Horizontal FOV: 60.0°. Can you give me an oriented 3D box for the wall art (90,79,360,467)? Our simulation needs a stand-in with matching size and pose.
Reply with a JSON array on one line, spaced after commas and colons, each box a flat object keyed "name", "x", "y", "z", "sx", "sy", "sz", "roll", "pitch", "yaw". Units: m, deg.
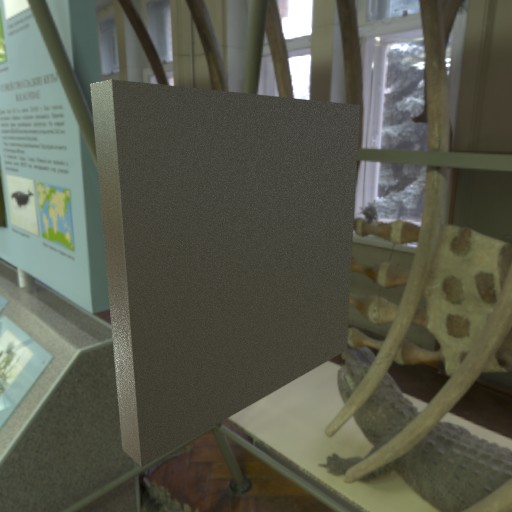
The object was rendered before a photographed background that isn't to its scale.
[{"name": "wall art", "x": 0.000, "y": 0.000, "z": 0.515, "sx": 0.038, "sy": 0.350, "sz": 0.350, "roll": 14, "pitch": 20, "yaw": 43}]
